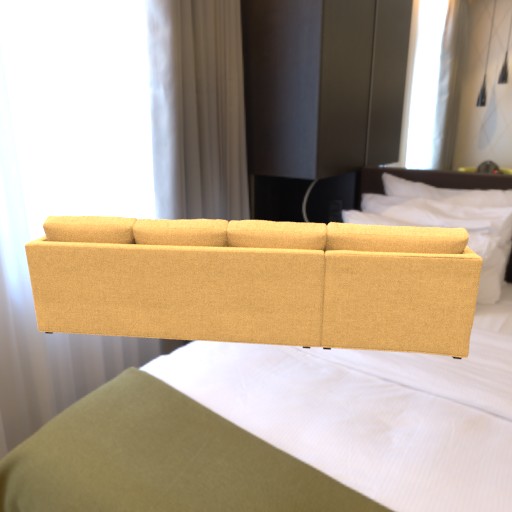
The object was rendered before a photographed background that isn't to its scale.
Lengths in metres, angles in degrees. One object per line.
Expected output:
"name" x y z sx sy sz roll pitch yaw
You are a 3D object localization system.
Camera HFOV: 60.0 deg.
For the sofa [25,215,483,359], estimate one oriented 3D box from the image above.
"sofa" 0.000 0.000 3.878 3.205 0.922 1.650 2 17 6
